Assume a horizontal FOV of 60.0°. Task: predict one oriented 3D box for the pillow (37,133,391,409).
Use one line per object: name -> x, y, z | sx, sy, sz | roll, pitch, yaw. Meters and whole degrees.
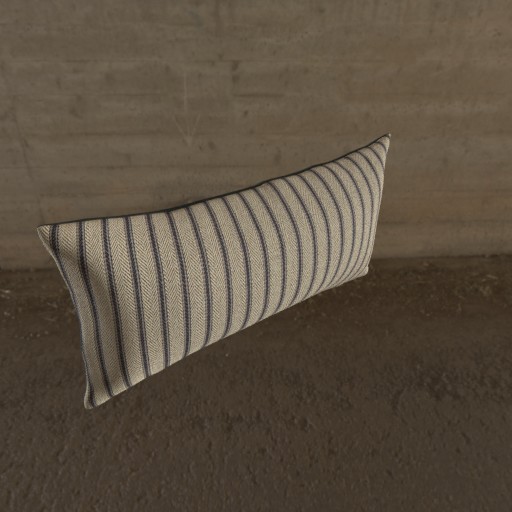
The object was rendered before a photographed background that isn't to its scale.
pillow -> 0.000, 0.000, 0.717 | 0.609, 0.305, 0.151 | -20, 35, -32
